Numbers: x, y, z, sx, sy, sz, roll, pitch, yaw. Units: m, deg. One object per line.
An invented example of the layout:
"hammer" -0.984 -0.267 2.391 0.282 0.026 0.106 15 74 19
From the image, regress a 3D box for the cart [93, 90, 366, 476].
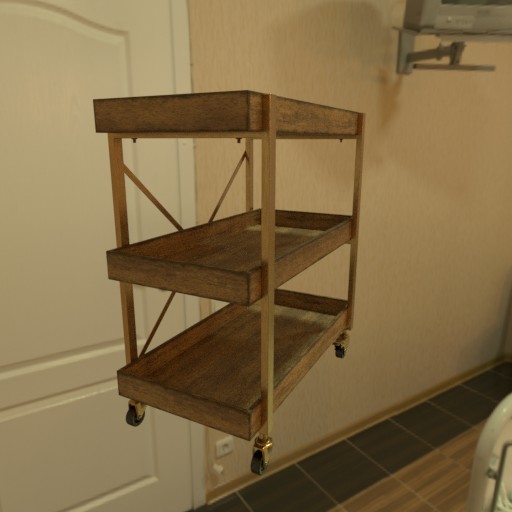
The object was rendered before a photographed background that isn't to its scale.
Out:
"cart" 0.000 0.000 1.256 0.416 0.799 0.750 8 16 27
